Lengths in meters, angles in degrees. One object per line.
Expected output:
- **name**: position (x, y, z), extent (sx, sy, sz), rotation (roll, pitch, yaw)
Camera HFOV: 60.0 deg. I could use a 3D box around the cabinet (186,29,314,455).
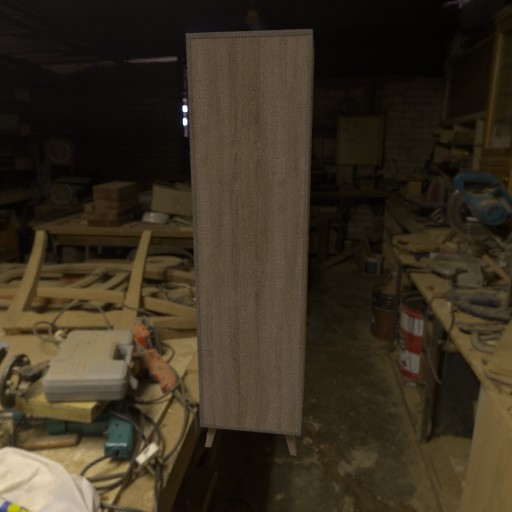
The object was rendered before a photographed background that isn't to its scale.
- **cabinet**: position (0.000, 0.000, 2.223), extent (0.510, 1.960, 0.450), rotation (2, 15, 8)
